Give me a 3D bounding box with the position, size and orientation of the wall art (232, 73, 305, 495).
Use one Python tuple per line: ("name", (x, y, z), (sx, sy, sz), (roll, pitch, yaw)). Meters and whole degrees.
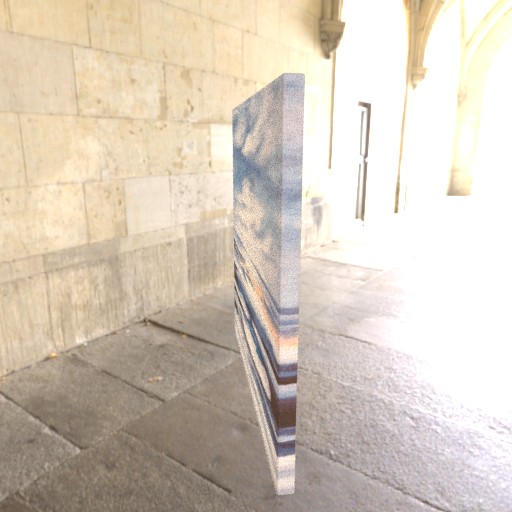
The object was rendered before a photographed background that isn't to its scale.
("wall art", (0.000, 0.000, 1.104), (0.035, 0.747, 0.747), (-2, 14, -8))
